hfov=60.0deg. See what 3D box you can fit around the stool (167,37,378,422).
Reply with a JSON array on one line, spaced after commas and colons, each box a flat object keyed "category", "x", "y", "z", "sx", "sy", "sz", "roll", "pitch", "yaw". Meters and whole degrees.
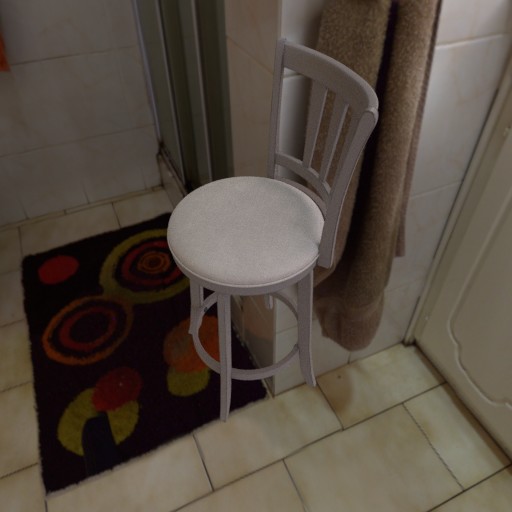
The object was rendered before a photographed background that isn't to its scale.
[{"category": "stool", "x": 0.000, "y": 0.000, "z": 1.274, "sx": 0.475, "sy": 1.023, "sz": 0.436, "roll": -16, "pitch": 47, "yaw": -16}]
